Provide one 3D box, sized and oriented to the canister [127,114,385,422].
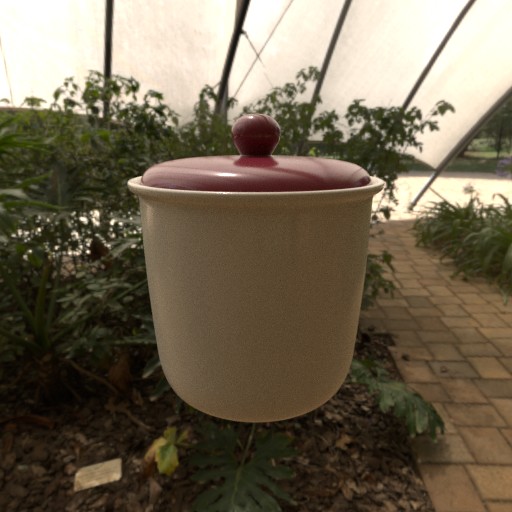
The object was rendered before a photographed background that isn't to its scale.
[{"bbox_3d":[0.000,0.000,0.340,0.182,0.208,0.182,0,15,0],"label":"canister"}]
